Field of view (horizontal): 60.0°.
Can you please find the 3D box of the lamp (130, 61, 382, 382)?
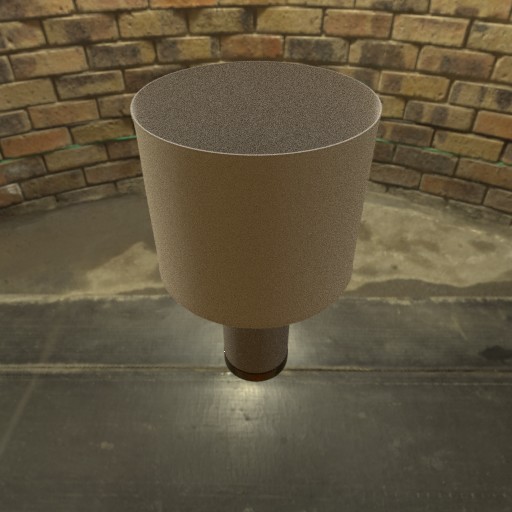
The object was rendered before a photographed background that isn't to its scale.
[{"bbox_3d":[0.000,0.000,0.532,0.229,0.380,0.229,0,40,0],"label":"lamp"}]
